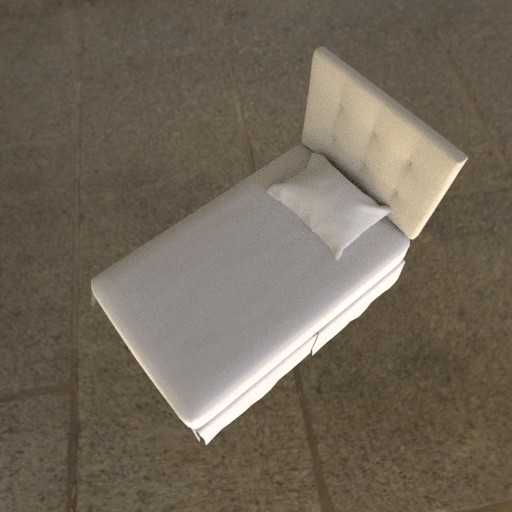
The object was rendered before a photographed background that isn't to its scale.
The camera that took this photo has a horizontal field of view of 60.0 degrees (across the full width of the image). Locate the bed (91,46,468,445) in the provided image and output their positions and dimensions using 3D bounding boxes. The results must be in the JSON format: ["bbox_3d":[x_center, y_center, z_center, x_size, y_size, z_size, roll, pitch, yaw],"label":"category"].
[{"bbox_3d":[0.000,0.000,2.926,1.997,1.571,1.261,-36,68,-17],"label":"bed"}]
